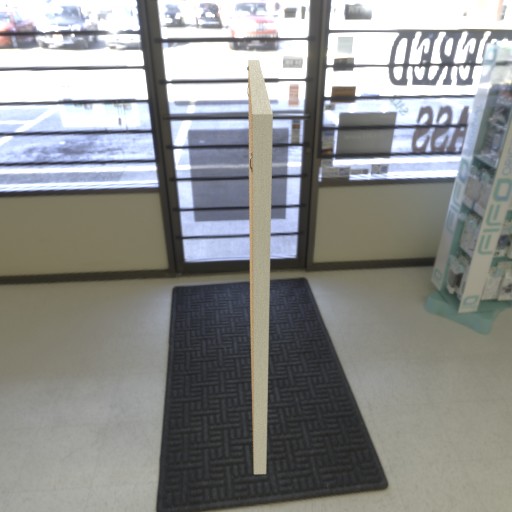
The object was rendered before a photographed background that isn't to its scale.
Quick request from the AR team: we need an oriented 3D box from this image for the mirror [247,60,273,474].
[{"bbox_3d":[0.000,0.000,1.353,0.040,1.016,0.762,-1,30,-1],"label":"mirror"}]
